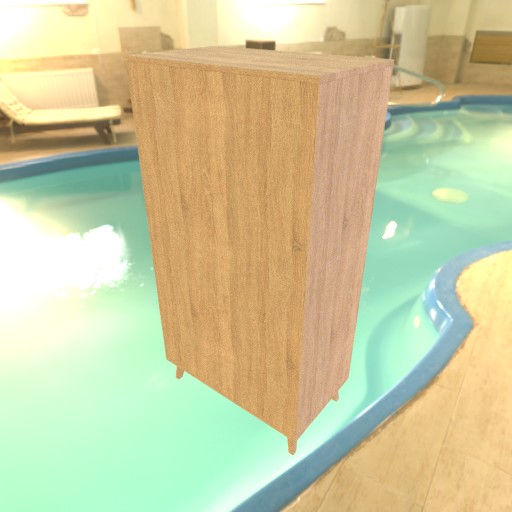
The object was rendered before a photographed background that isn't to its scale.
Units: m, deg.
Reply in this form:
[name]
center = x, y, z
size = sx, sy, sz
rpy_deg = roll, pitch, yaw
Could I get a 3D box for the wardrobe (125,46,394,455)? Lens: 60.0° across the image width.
[wardrobe]
center = 0.000, 0.000, 2.381
size = 1.000, 1.960, 0.600
rpy_deg = 22, 36, 32
